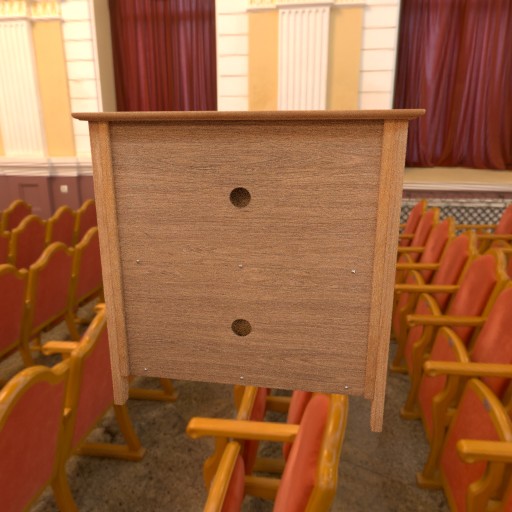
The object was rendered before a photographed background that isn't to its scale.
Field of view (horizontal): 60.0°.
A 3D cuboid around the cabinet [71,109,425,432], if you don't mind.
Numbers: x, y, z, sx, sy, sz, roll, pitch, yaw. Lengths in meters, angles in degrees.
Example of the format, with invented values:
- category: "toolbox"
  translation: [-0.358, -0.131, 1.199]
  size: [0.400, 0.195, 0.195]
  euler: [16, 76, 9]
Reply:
- category: "cabinet"
  translation: [0.000, 0.000, 1.263]
  size: [0.763, 0.762, 0.503]
  euler: [3, 15, 9]
